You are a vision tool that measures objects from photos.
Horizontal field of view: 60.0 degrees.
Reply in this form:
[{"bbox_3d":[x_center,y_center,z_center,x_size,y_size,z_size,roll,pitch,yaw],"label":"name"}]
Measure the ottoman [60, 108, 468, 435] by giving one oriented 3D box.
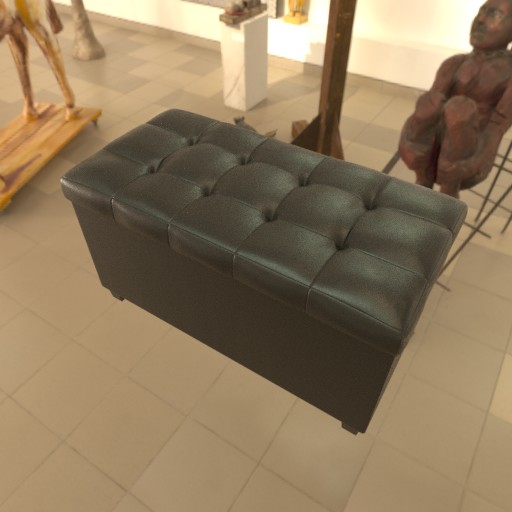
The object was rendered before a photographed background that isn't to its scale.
[{"bbox_3d":[0.000,0.000,1.132,0.838,0.470,0.432,24,49,23],"label":"ottoman"}]
